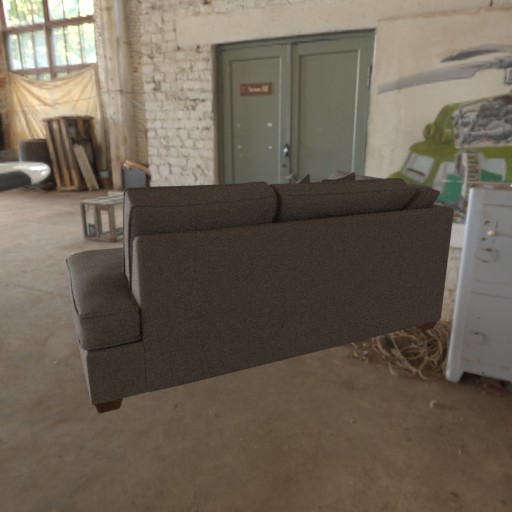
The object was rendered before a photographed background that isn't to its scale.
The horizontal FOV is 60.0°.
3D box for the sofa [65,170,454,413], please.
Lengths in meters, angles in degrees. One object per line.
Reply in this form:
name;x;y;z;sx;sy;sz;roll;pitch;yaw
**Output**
sofa;0.000;0.000;2.831;2.237;1.033;1.110;-7;17;-25
